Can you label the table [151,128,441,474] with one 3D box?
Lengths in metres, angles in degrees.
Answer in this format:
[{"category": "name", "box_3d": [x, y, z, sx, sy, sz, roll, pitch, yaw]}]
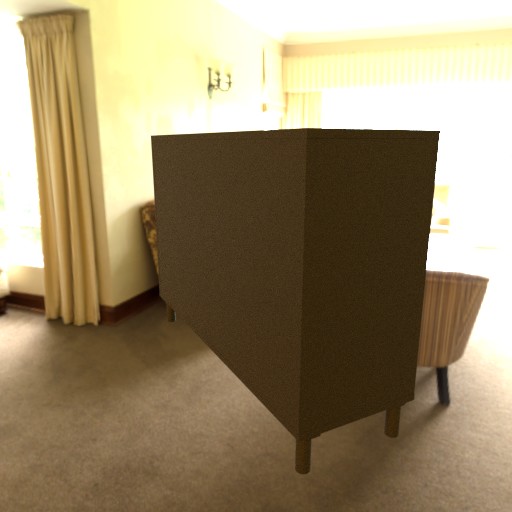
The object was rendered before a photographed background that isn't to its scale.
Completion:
[{"category": "table", "box_3d": [0.000, 0.000, 1.606, 0.400, 0.855, 1.200, -7, 16, -27]}]
